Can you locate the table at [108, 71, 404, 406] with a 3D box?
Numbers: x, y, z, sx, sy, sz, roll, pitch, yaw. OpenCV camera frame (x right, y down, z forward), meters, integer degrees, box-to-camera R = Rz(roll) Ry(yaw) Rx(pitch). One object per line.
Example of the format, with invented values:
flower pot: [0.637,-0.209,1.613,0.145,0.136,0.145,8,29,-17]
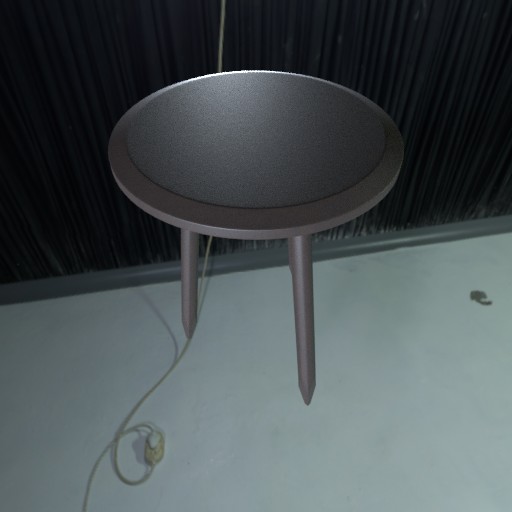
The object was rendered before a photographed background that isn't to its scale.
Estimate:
table: [0.000,0.000,0.907,0.457,0.585,0.457,0,46,0]
